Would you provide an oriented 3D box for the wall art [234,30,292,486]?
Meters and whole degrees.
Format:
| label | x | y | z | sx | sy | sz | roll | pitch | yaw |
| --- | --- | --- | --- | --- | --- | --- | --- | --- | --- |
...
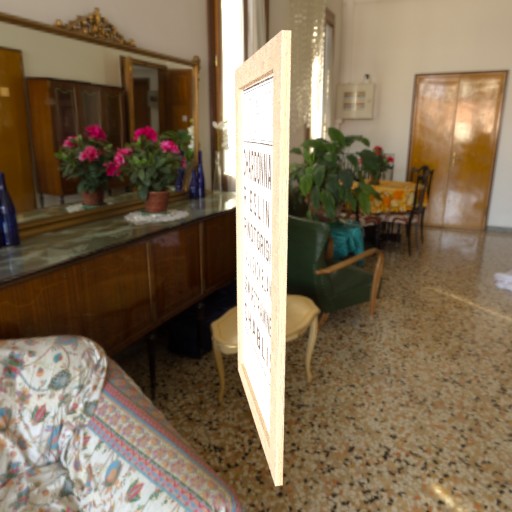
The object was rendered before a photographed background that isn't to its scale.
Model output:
| label | x | y | z | sx | sy | sz | roll | pitch | yaw |
| --- | --- | --- | --- | --- | --- | --- | --- | --- | --- |
| wall art | 0.000 | 0.000 | 0.819 | 0.013 | 0.683 | 0.381 | -3 | 16 | -11 |
